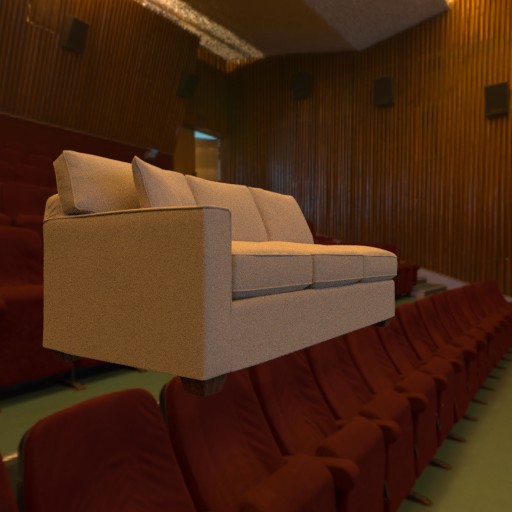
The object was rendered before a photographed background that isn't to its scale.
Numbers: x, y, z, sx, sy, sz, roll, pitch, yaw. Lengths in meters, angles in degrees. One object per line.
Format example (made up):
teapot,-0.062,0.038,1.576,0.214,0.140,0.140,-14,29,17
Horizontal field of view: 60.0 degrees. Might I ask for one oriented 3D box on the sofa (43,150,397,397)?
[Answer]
sofa,0.000,0.000,2.519,1.034,0.946,1.962,0,0,35
